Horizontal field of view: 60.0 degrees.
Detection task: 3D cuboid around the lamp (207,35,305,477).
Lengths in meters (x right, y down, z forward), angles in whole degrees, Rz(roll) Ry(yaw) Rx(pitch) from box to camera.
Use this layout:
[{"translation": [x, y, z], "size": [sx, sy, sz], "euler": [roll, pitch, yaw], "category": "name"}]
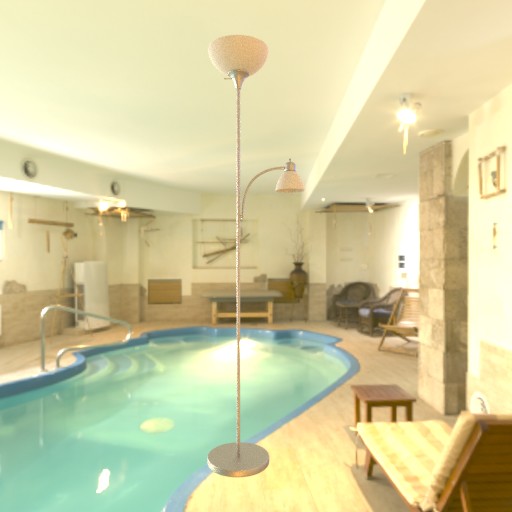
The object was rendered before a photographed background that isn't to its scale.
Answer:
[{"translation": [0.000, 0.000, 1.941], "size": [0.425, 1.804, 0.279], "euler": [0, 0, 1], "category": "lamp"}]
